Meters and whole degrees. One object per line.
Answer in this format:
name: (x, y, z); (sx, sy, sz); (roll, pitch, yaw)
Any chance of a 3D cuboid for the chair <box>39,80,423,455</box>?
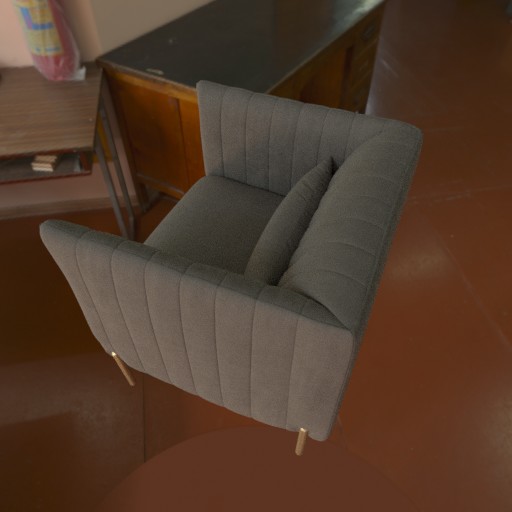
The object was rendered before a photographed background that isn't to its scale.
chair: (0.000, 0.000, 1.594); (0.873, 0.779, 0.981); (18, 50, 16)
